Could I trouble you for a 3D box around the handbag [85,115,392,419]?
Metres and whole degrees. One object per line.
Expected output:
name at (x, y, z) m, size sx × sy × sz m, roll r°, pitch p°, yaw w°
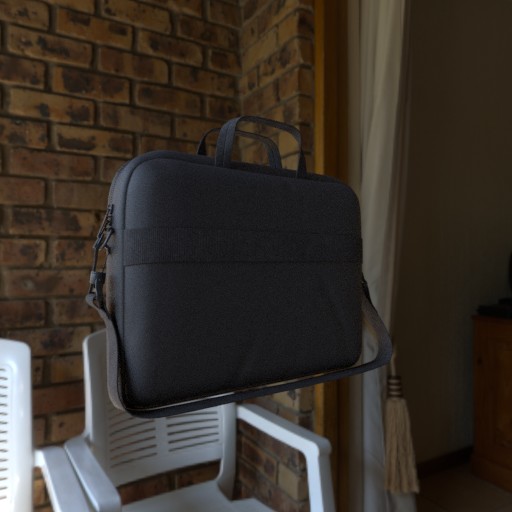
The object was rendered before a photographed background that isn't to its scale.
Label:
handbag at (0.000, 0.000, 0.431) m, size 0.320 × 0.244 × 0.089 m, roll 0°, pitch -1°, yaw -36°
